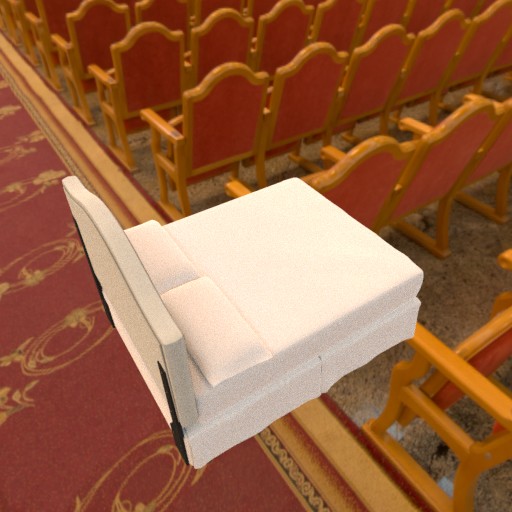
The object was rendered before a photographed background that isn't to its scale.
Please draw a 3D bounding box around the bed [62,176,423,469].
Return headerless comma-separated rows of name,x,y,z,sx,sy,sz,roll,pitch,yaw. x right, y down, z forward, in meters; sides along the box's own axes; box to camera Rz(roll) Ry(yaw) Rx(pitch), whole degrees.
bed,0.000,0.000,3.430,2.180,1.607,1.813,-24,47,-24
